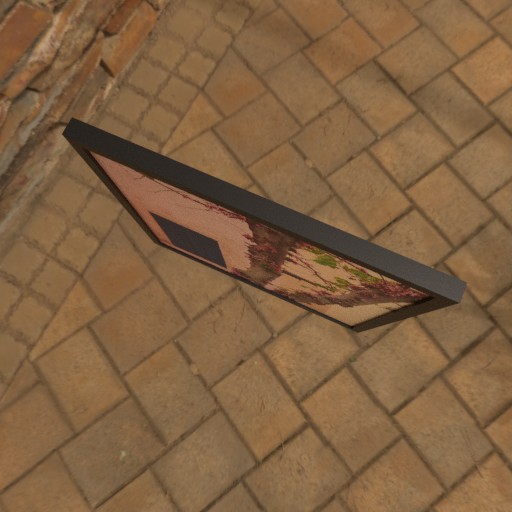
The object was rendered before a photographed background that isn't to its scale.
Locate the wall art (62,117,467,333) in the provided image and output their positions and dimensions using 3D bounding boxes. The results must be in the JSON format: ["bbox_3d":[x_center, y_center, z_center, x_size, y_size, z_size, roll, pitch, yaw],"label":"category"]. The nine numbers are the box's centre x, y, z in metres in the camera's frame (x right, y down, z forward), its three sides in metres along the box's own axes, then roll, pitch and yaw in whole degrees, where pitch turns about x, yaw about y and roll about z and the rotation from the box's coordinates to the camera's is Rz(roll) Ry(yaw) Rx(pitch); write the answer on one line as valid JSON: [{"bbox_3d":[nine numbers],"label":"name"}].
[{"bbox_3d":[0.000,0.000,1.149,0.762,0.762,0.038,23,78,5],"label":"wall art"}]
